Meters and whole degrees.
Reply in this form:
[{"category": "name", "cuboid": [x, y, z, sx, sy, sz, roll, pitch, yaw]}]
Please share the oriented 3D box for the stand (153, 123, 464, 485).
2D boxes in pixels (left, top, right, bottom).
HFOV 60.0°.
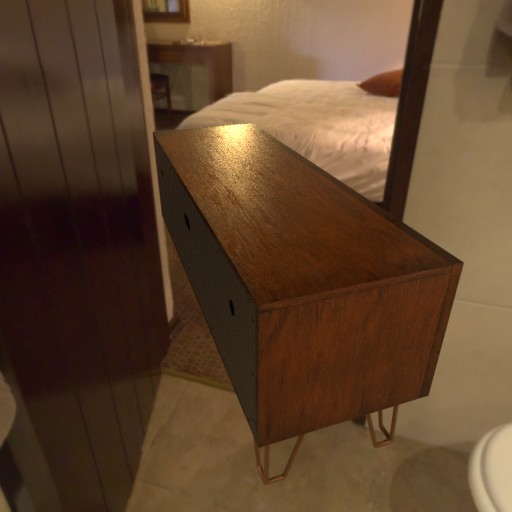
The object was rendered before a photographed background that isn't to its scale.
[{"category": "stand", "cuboid": [0.000, 0.000, 1.597, 0.481, 0.610, 1.372, -10, 31, -17]}]
